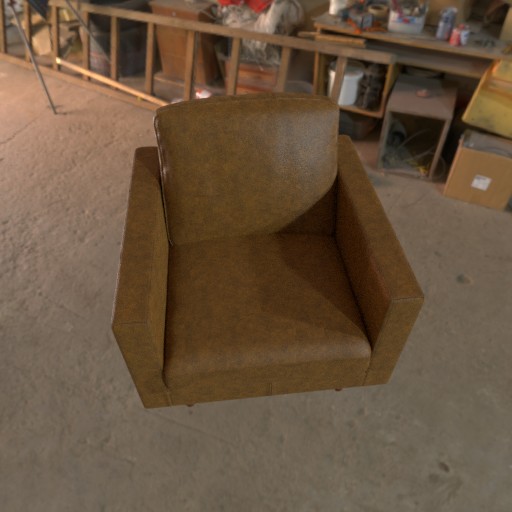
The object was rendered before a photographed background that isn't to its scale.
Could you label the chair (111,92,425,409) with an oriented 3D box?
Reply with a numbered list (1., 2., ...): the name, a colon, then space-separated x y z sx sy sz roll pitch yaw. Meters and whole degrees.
1. chair: 0.000 0.000 1.662 0.890 0.956 0.909 -5 47 -4
